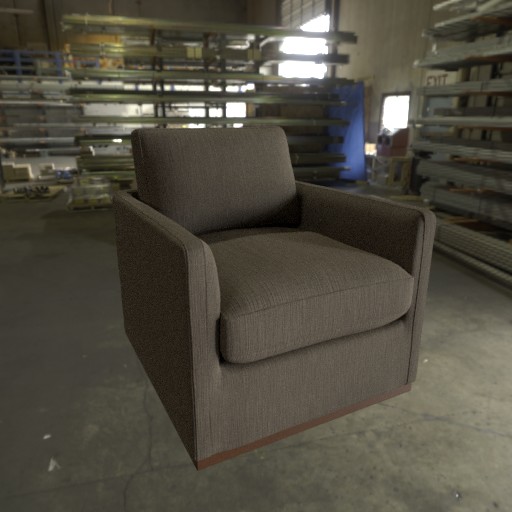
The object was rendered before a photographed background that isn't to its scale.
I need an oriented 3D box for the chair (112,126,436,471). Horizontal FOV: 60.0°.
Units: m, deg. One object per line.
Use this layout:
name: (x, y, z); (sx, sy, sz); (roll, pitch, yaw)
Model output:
chair: (0.000, 0.000, 1.470); (0.763, 0.811, 0.834); (-9, 20, -26)
